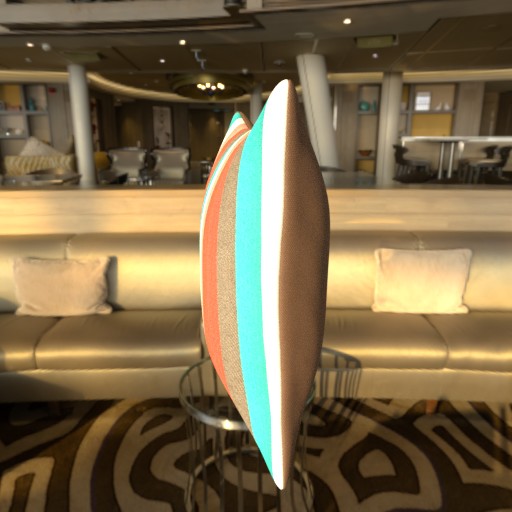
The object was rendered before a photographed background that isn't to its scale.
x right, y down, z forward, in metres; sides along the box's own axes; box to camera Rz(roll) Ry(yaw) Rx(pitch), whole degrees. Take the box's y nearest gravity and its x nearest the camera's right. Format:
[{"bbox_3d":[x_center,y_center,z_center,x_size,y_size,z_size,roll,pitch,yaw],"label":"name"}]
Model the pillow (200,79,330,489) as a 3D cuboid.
[{"bbox_3d":[0.000,0.000,0.667,0.168,0.443,0.453,-2,15,-8],"label":"pillow"}]
